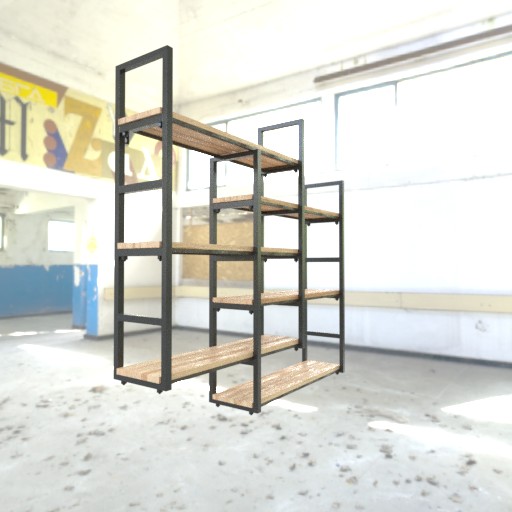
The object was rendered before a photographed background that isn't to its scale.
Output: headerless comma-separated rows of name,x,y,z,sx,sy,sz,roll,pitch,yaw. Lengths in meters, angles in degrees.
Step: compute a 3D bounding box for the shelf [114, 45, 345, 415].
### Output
shelf,0.000,0.000,1.410,0.183,0.921,0.946,-1,-1,35
